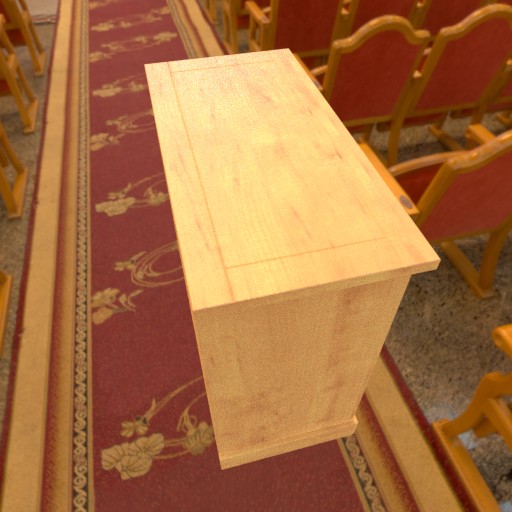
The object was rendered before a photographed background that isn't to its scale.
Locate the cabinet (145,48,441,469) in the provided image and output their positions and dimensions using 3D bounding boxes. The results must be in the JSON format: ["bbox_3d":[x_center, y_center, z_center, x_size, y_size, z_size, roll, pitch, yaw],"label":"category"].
[{"bbox_3d":[0.000,0.000,1.369,0.450,0.840,0.920,-11,49,-10],"label":"cabinet"}]
